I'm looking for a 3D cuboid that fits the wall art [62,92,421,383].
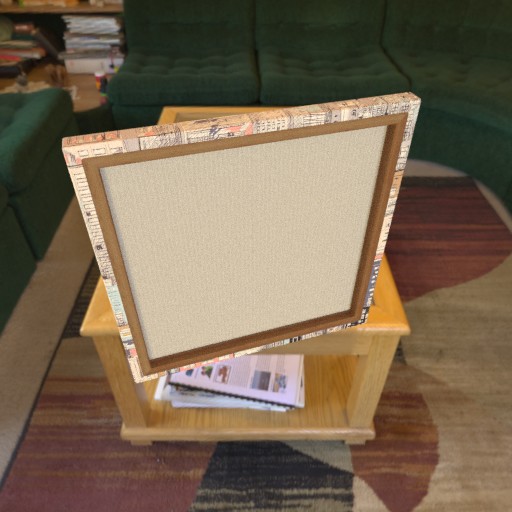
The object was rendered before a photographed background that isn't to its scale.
[{"bbox_3d":[0.000,0.000,0.928,0.607,0.608,0.038,-12,42,-13],"label":"wall art"}]
